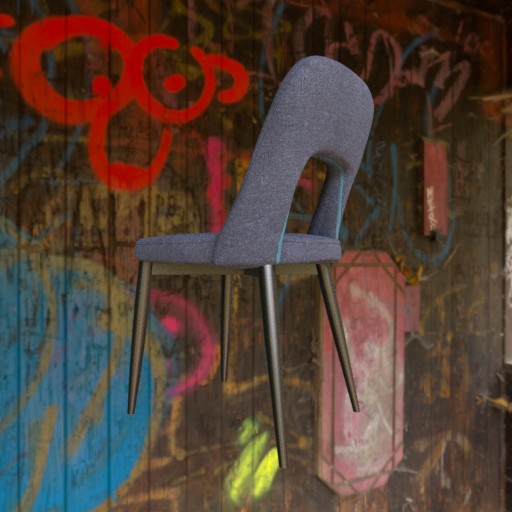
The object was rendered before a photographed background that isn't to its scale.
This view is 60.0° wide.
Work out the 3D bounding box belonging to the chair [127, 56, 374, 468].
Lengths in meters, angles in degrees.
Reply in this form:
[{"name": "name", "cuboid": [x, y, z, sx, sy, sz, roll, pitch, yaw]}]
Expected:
[{"name": "chair", "cuboid": [0.000, 0.000, 1.277, 0.612, 0.931, 0.470, 0, 0, 36]}]
